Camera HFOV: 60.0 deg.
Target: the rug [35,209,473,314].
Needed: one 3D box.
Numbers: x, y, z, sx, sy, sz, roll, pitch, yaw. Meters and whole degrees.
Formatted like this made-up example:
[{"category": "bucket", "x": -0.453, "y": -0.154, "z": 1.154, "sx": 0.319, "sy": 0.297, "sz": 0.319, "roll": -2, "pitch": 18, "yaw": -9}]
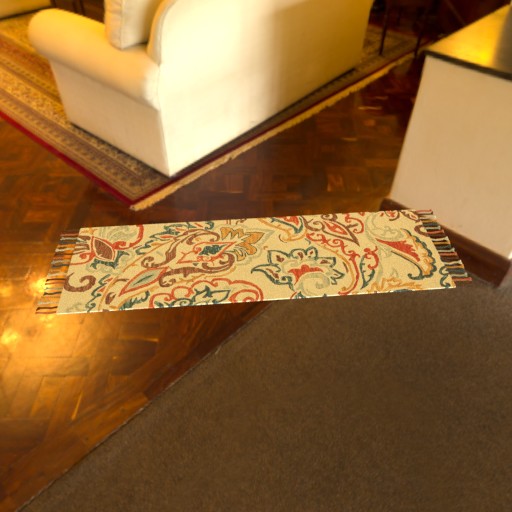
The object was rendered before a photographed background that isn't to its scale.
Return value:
[{"category": "rug", "x": 0.000, "y": 0.000, "z": 2.956, "sx": 2.682, "sy": 0.015, "sz": 0.763, "roll": -4, "pitch": 45, "yaw": -3}]
